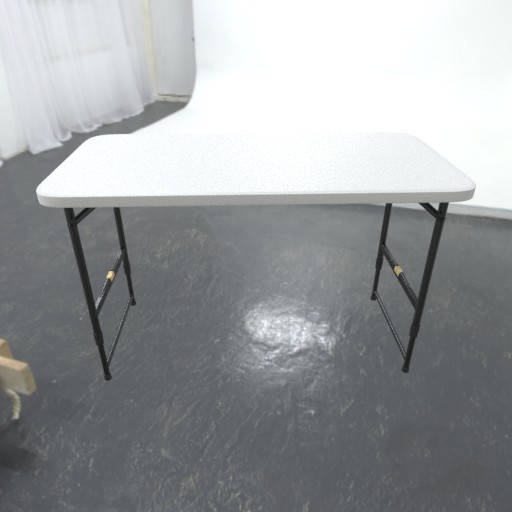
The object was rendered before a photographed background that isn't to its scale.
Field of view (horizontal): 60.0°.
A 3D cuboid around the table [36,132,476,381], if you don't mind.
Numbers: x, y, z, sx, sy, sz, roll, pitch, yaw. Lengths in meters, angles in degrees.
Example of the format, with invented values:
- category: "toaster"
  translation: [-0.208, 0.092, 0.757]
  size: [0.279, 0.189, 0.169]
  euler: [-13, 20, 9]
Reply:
- category: "table"
  translation: [0.000, 0.000, 1.616]
  size: [1.219, 0.737, 0.610]
  euler: [-1, 30, -2]
